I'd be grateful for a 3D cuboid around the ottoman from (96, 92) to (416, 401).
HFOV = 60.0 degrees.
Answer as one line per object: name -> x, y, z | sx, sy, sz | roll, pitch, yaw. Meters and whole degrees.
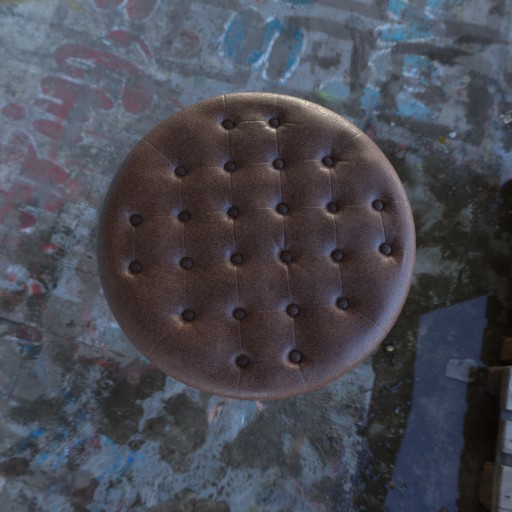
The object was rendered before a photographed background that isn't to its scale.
ottoman -> 0.000, 0.000, 1.064 | 0.637, 0.442, 0.637 | 0, 76, 0
